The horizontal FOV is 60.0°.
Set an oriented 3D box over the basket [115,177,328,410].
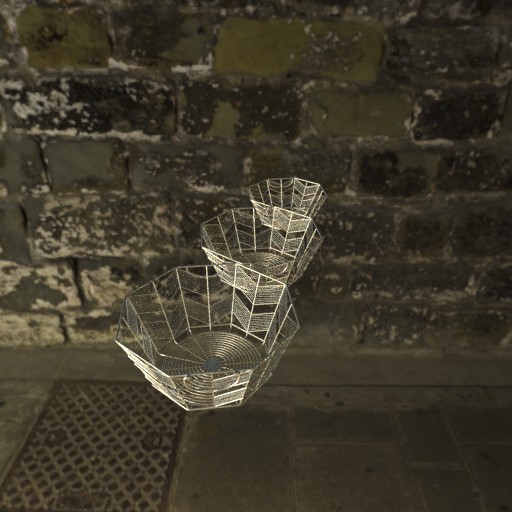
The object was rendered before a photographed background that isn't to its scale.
[{"bbox_3d":[0.000,0.000,1.410,0.432,0.178,1.246,8,32,13],"label":"basket"}]
